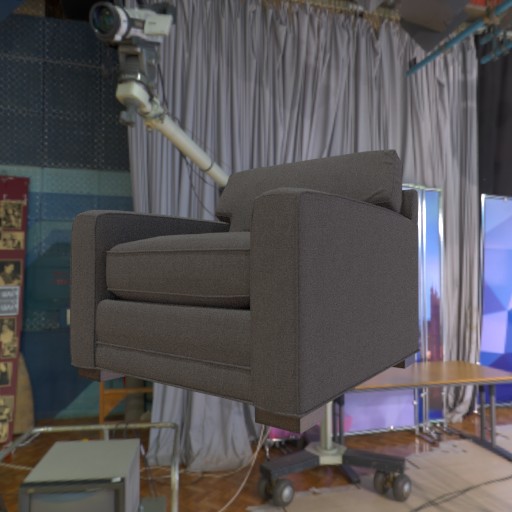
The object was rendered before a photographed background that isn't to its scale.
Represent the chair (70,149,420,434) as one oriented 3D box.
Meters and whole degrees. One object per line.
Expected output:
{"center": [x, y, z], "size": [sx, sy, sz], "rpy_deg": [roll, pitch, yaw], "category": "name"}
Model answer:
{"center": [0.000, 0.000, 1.782], "size": [0.997, 0.913, 1.043], "rpy_deg": [-1, -1, 36], "category": "chair"}
